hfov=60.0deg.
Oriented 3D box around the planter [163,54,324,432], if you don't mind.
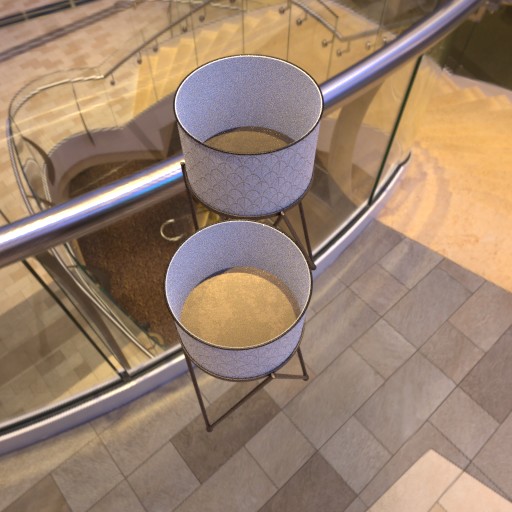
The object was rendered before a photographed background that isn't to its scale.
[{"bbox_3d":[0.000,0.000,1.179,0.413,0.712,0.769,2,58,1],"label":"planter"}]
